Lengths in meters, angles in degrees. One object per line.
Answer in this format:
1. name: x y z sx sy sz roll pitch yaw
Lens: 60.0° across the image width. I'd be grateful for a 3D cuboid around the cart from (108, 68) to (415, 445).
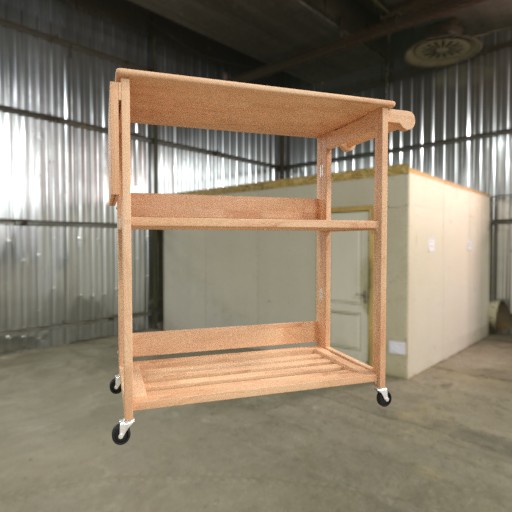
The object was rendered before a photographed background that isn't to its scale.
1. cart: 0.000 0.000 1.353 0.853 0.879 0.432 -1 2 -19
